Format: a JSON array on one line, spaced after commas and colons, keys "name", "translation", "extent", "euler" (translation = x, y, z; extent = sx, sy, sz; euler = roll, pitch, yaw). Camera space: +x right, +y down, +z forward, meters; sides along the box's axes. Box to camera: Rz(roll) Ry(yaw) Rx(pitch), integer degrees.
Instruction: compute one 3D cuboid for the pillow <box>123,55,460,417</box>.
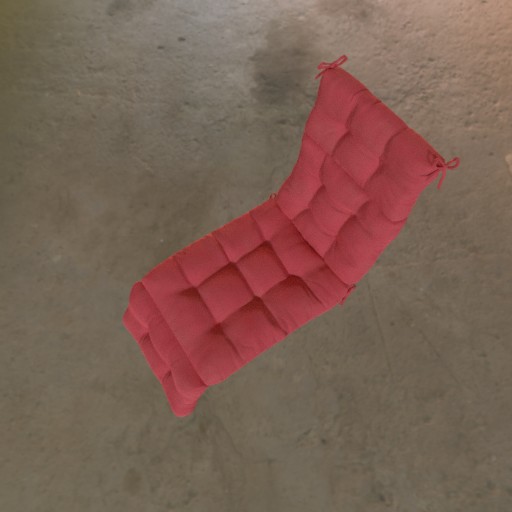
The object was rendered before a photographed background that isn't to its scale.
[{"name": "pillow", "translation": [0.000, 0.000, 1.511], "extent": [1.016, 0.863, 0.526], "euler": [-31, 67, -15]}]
